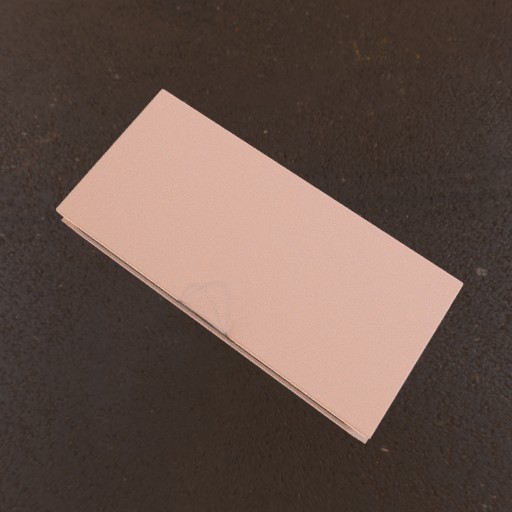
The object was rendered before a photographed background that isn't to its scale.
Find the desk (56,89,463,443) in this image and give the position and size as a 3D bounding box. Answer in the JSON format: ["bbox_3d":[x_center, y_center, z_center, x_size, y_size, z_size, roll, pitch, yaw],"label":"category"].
[{"bbox_3d":[0.000,0.000,2.343,1.900,0.526,0.900,35,78,9],"label":"desk"}]
